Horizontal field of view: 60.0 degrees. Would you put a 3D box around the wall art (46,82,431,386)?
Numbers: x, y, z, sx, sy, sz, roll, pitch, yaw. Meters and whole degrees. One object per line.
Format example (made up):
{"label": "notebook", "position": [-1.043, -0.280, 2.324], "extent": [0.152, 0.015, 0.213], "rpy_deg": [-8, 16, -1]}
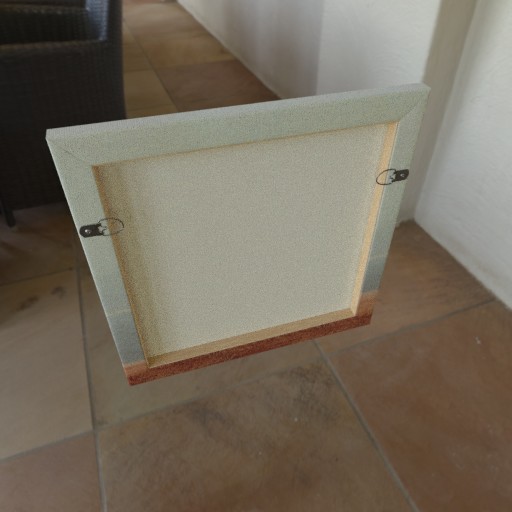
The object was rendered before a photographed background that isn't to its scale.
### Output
{"label": "wall art", "position": [0.000, 0.000, 0.588], "extent": [0.405, 0.405, 0.023], "rpy_deg": [-12, 43, -13]}
